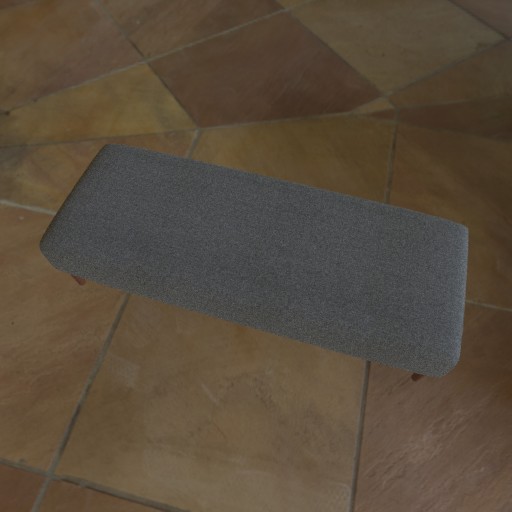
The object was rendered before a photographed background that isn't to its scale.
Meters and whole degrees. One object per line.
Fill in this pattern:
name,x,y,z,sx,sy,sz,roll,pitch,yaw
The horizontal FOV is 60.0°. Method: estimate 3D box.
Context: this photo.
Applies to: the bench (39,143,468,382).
bench,0.000,0.000,1.869,1.598,0.384,0.631,15,60,9
